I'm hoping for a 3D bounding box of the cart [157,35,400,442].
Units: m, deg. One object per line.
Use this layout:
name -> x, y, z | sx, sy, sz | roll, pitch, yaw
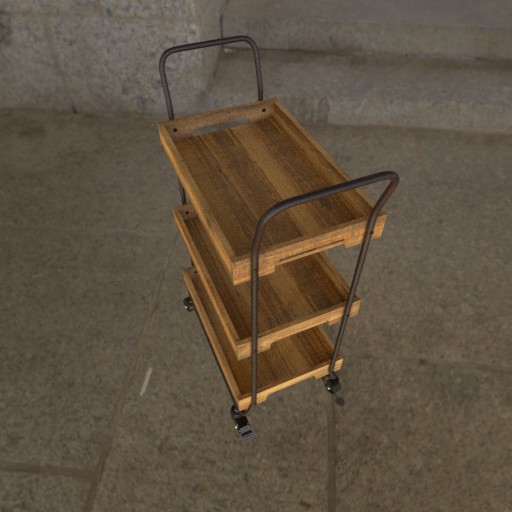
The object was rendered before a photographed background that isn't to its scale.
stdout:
cart -> 0.000, 0.000, 1.133 | 0.339, 0.857, 0.583 | -18, 50, -16
